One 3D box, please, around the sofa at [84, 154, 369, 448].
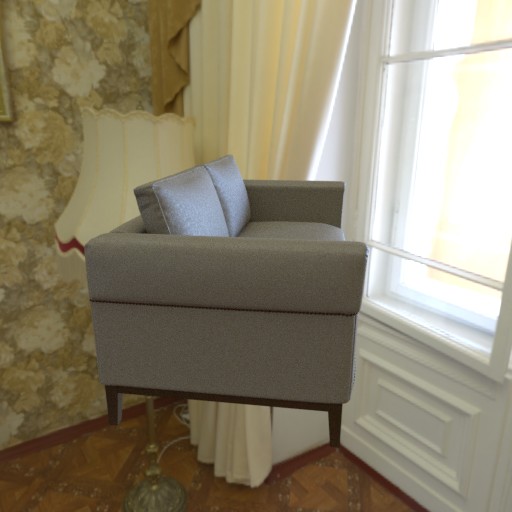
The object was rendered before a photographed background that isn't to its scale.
[{"bbox_3d":[0.000,0.000,2.160,0.899,0.873,1.598,2,17,8],"label":"sofa"}]
